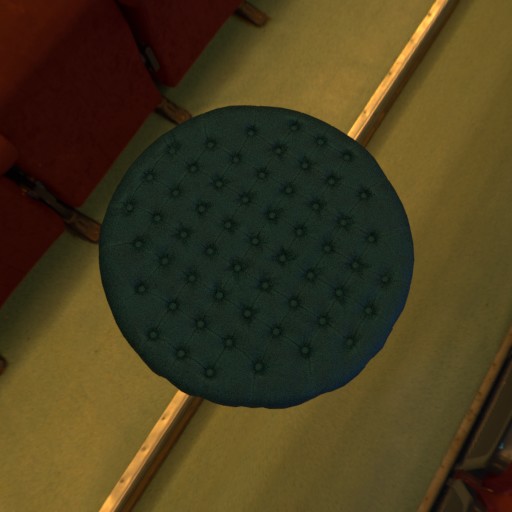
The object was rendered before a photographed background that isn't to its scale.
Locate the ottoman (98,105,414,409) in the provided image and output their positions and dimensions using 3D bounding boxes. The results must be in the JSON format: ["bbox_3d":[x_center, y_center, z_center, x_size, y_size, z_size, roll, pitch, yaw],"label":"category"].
[{"bbox_3d":[0.000,0.000,1.523,0.998,0.398,0.998,0,76,0],"label":"ottoman"}]
